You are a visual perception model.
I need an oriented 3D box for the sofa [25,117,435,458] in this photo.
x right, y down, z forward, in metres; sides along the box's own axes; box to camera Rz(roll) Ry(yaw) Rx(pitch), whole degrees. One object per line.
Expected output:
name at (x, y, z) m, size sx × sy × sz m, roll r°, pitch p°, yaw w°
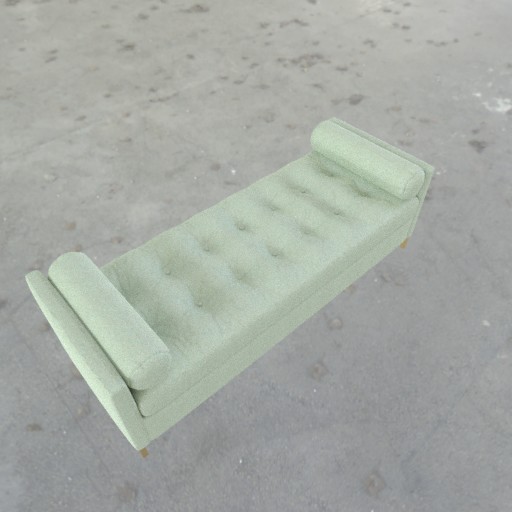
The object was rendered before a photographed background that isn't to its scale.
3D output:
sofa at (0.000, 0.000, 2.454) m, size 2.102 × 0.705 × 0.796 m, roll -33°, pitch 55°, yaw -27°
